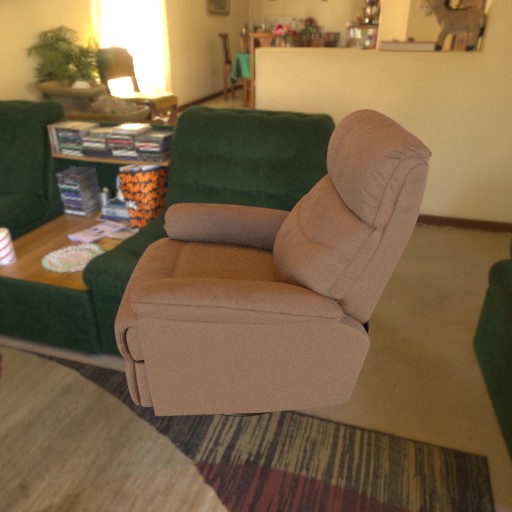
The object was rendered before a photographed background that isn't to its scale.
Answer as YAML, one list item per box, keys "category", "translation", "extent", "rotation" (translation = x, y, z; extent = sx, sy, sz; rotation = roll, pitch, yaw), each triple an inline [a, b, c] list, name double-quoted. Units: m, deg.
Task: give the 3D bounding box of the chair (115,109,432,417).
- category: "chair"
  translation: [0.000, 0.000, 1.711]
  extent: [1.004, 1.037, 0.820]
  rotation: [-1, 27, -1]
